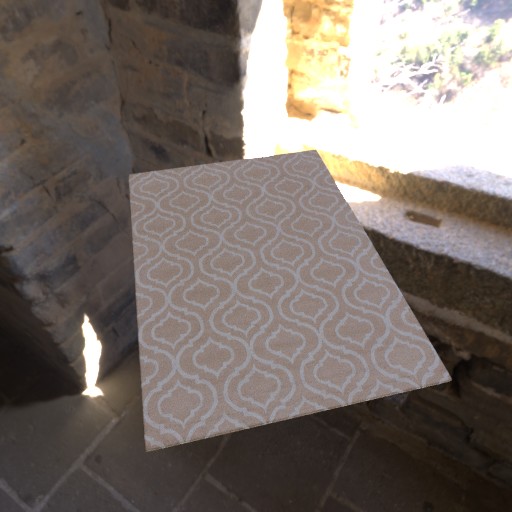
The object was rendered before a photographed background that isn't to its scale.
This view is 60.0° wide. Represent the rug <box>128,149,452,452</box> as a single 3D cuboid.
[{"bbox_3d":[0.000,0.000,2.820,1.524,0.010,2.134,-10,47,-9],"label":"rug"}]
